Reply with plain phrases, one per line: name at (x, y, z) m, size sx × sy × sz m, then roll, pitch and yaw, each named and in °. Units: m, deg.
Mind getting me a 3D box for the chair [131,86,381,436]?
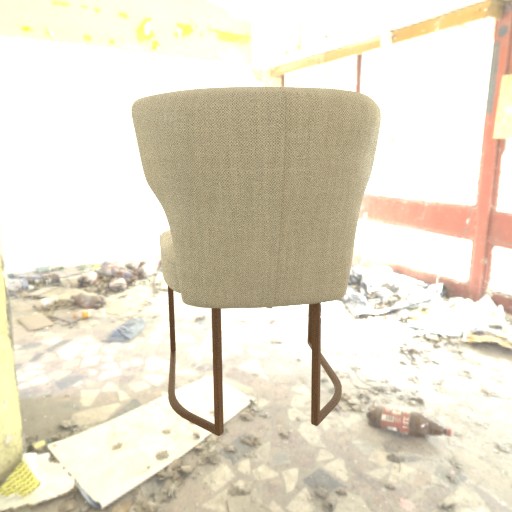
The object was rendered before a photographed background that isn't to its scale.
chair at (0.000, 0.000, 1.235) m, size 0.611 × 0.824 × 0.617 m, roll -2°, pitch 13°, yaw -9°
